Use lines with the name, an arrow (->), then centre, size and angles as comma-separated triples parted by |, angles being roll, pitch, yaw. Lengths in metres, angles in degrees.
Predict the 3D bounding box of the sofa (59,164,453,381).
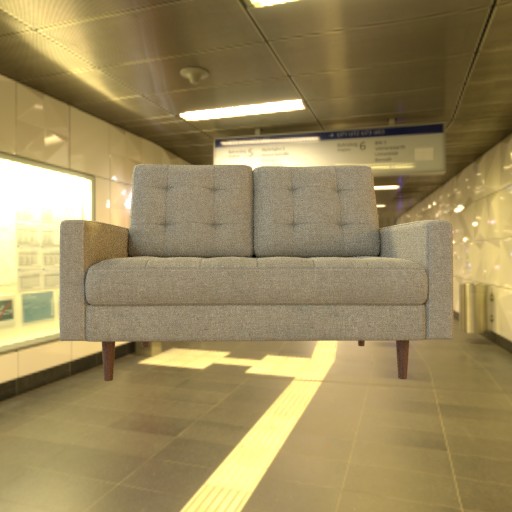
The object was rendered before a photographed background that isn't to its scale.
sofa -> 0.000, 0.000, 1.946 | 1.407, 0.907, 0.842 | 0, 0, -1
